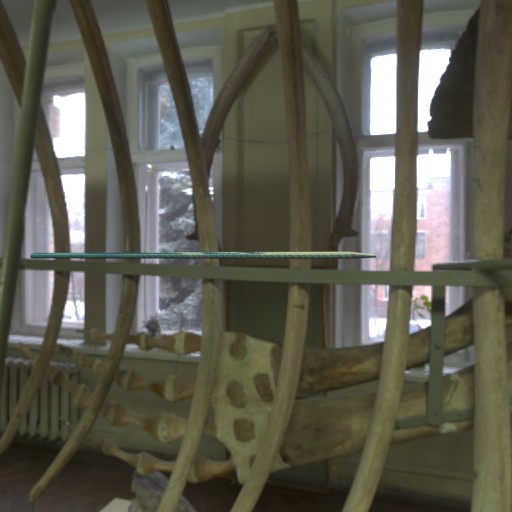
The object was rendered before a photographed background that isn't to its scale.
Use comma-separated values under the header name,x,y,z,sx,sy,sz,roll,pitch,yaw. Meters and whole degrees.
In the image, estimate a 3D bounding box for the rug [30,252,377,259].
name,x,y,z,sx,sy,sz,roll,pitch,yaw
rug,0.000,0.000,3.050,1.540,0.027,2.450,0,0,17
